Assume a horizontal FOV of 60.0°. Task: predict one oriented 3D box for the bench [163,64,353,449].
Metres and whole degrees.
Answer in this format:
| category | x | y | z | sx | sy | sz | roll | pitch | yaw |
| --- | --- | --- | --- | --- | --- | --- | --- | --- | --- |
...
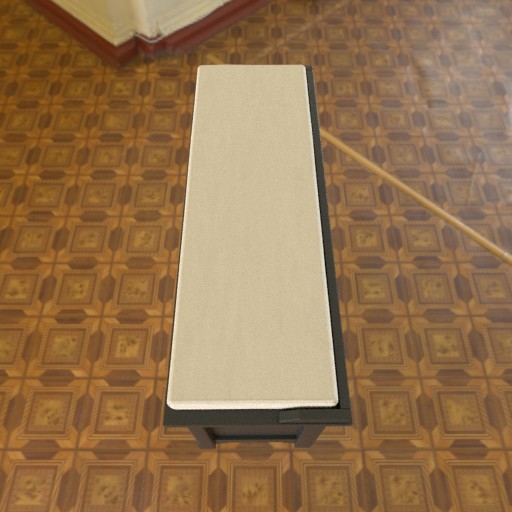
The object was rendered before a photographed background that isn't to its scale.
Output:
| category | x | y | z | sx | sy | sz | roll | pitch | yaw |
| --- | --- | --- | --- | --- | --- | --- | --- | --- | --- |
| bench | 0.000 | 0.000 | 1.240 | 0.345 | 0.561 | 0.973 | 0 | 59 | 0 |
